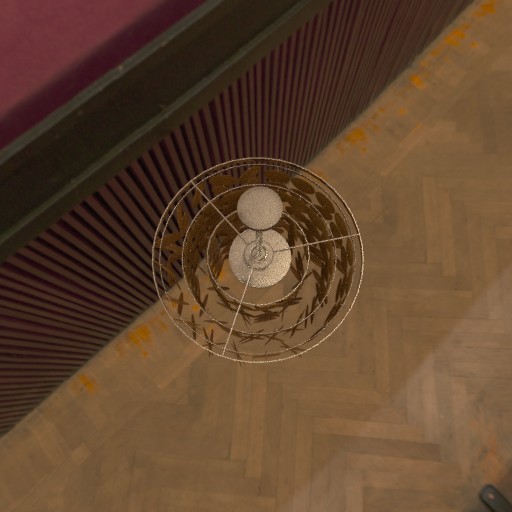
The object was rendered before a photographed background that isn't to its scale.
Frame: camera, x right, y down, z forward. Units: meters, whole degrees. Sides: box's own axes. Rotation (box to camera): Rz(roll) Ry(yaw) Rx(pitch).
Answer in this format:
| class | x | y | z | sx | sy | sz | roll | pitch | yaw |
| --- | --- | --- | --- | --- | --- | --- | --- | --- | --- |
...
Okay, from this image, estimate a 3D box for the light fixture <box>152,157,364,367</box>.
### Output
| class | x | y | z | sx | sy | sz | roll | pitch | yaw |
| --- | --- | --- | --- | --- | --- | --- | --- | --- | --- |
| light fixture | 0.000 | 0.000 | 0.761 | 0.368 | 0.492 | 0.368 | 0 | 76 | 0 |
